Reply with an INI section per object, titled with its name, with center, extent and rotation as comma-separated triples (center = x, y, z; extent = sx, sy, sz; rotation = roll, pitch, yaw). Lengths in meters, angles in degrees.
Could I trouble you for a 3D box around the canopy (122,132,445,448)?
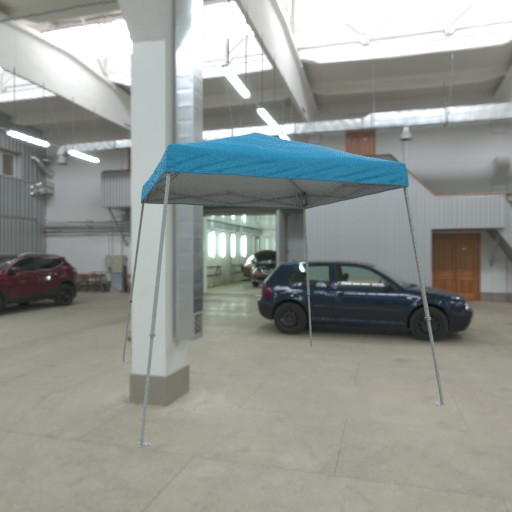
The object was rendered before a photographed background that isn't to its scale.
[canopy]
center = 0.000, 0.000, 6.468
extent = 3.600, 3.600, 3.599
rotation = 0, 0, -19
